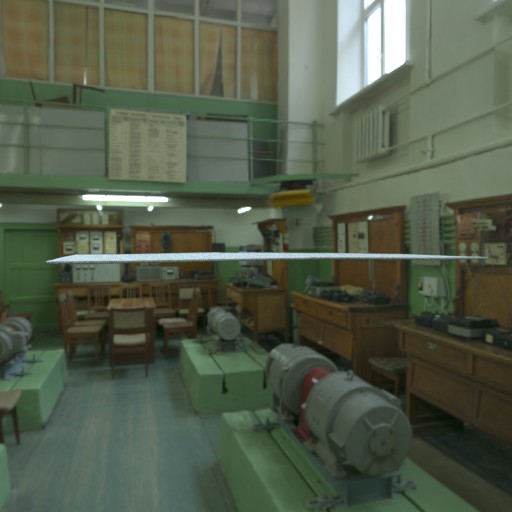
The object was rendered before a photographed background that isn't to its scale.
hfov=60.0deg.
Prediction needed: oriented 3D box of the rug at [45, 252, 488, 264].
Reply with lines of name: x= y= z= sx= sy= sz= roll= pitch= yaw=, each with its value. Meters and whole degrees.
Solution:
rug: x=0.000 y=0.000 z=2.274 sx=1.820 sy=0.022 sz=1.179 roll=0 pitch=1 yaw=-18
